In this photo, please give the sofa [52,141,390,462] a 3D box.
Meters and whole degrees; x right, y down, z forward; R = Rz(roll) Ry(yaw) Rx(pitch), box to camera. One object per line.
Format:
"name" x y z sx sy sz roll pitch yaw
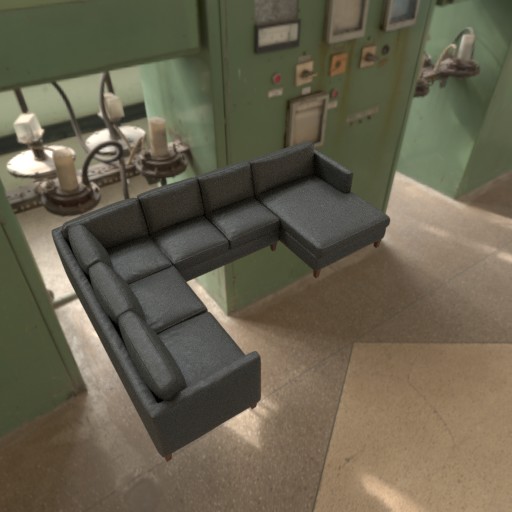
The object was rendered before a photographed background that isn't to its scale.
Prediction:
"sofa" 0.000 0.000 4.691 3.460 0.923 2.593 -24 46 -25
